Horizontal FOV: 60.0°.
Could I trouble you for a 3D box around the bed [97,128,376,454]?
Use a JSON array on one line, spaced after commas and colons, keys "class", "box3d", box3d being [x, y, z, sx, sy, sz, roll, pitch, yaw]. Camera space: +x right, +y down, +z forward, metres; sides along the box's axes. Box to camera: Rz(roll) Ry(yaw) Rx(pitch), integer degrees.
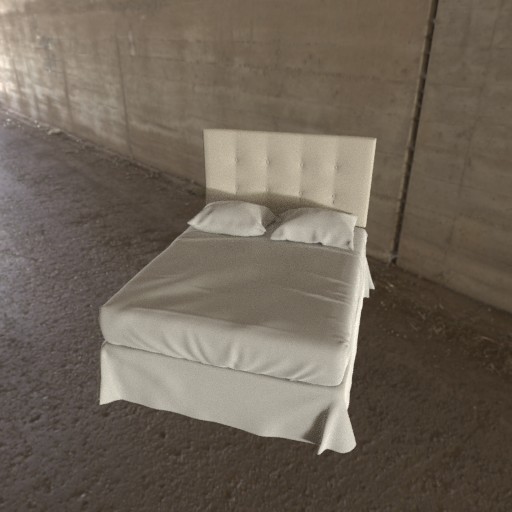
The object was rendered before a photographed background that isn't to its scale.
[{"class": "bed", "box3d": [0.000, 0.000, 3.565, 1.936, 1.577, 2.222, 7, 28, 14]}]
